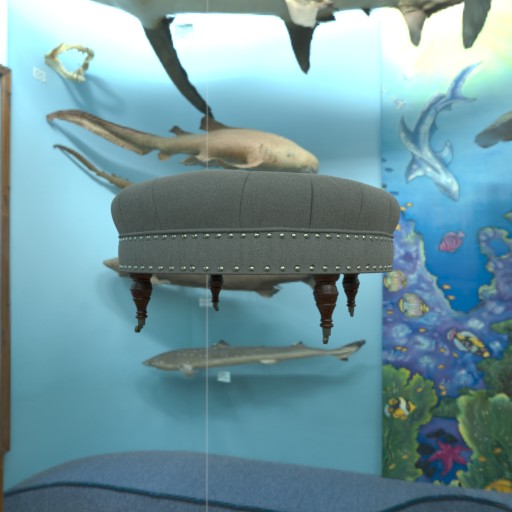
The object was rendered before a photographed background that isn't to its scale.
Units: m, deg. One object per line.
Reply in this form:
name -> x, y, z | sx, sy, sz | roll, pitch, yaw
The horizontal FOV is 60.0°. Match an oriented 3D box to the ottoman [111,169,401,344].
ottoman -> 0.000, 0.000, 1.435 | 0.901, 0.439, 0.901 | 0, -1, 0
